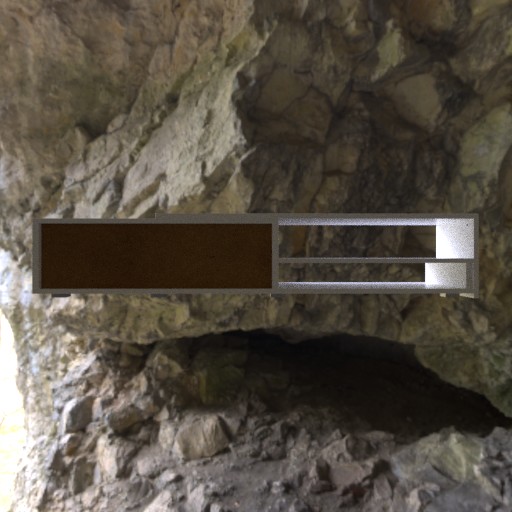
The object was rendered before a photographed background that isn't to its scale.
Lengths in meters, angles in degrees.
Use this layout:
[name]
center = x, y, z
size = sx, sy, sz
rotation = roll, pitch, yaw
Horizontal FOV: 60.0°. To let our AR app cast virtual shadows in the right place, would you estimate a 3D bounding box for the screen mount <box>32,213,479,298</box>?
[screen mount]
center = 0.000, 0.000, 1.877
size = 1.680, 0.320, 0.420
rotation = 0, 0, -1
